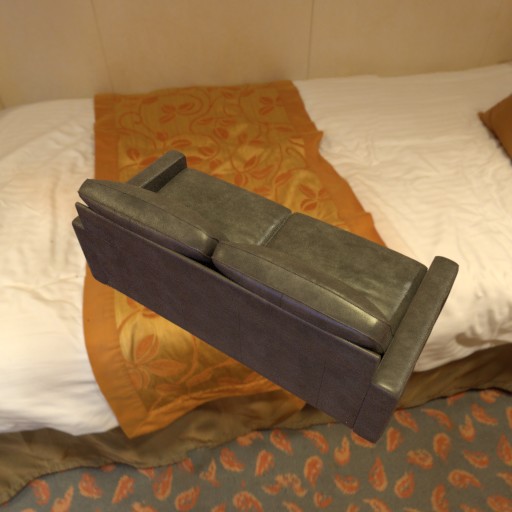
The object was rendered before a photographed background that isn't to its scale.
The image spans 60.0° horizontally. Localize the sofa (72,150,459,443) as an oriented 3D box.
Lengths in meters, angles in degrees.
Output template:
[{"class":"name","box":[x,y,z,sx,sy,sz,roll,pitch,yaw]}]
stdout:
[{"class":"sofa","box":[0.000,0.000,2.610,2.081,0.916,0.939,25,51,22]}]
